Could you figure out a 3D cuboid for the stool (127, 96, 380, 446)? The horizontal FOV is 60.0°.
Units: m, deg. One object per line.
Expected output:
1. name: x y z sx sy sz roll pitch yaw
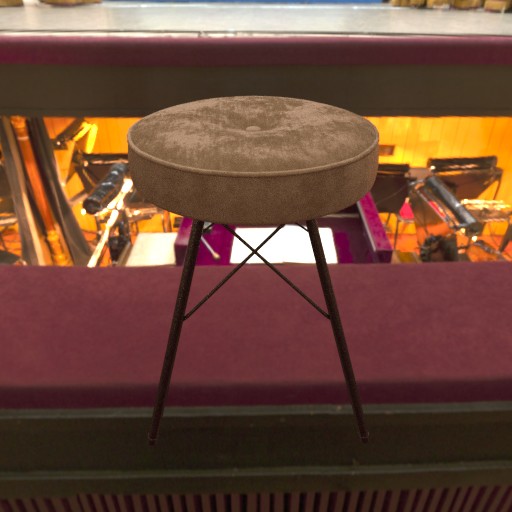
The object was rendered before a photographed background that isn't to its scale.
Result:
1. stool: 0.000 0.000 0.869 0.423 0.538 0.457 0 32 0
